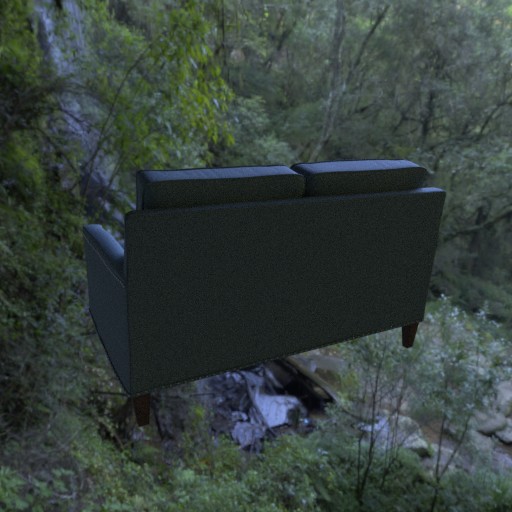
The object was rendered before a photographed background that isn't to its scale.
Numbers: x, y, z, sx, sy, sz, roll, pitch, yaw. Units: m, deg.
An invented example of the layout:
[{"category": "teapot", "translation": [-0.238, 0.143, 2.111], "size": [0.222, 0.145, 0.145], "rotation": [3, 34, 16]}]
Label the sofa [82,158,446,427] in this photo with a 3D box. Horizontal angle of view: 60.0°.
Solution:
[{"category": "sofa", "translation": [0.000, 0.000, 2.311], "size": [1.597, 1.003, 1.084], "rotation": [-8, 17, -26]}]
